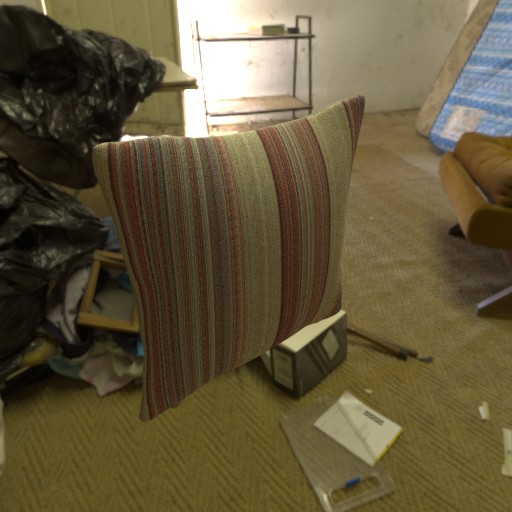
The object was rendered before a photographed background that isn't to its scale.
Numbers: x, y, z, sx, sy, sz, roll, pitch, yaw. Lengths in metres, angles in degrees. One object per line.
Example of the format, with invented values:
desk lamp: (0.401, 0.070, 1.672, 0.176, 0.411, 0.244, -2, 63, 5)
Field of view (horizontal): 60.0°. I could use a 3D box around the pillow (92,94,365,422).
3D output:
pillow: (0.000, 0.000, 0.667, 0.437, 0.419, 0.136, -22, 37, -33)
